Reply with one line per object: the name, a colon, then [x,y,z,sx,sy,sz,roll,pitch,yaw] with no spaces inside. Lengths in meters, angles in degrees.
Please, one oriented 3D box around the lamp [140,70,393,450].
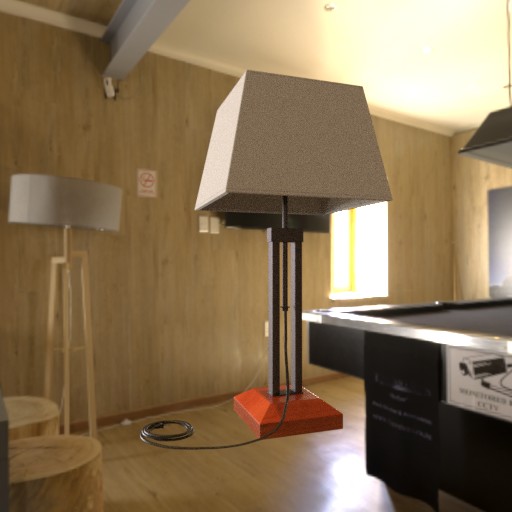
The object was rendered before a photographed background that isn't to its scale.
lamp: [0.000,0.000,0.986,0.498,0.737,0.310,0,-1,-18]
